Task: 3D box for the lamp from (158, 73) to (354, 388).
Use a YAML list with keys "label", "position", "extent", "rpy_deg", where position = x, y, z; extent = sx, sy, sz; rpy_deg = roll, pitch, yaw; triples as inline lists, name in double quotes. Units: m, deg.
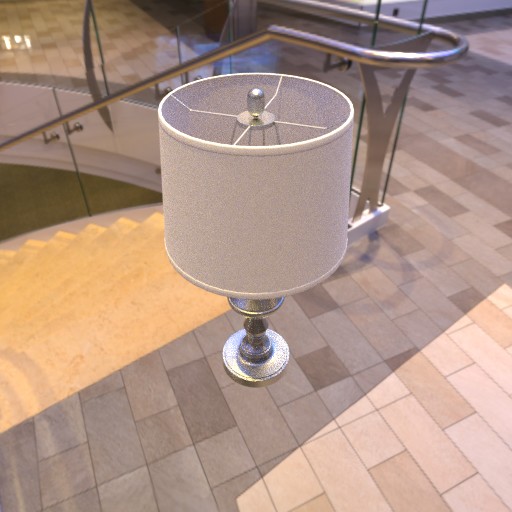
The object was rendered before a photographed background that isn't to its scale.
- label: "lamp"
  position: [0.000, 0.000, 0.980]
  extent: [0.383, 0.733, 0.383]
  rpy_deg: [0, 40, 0]
